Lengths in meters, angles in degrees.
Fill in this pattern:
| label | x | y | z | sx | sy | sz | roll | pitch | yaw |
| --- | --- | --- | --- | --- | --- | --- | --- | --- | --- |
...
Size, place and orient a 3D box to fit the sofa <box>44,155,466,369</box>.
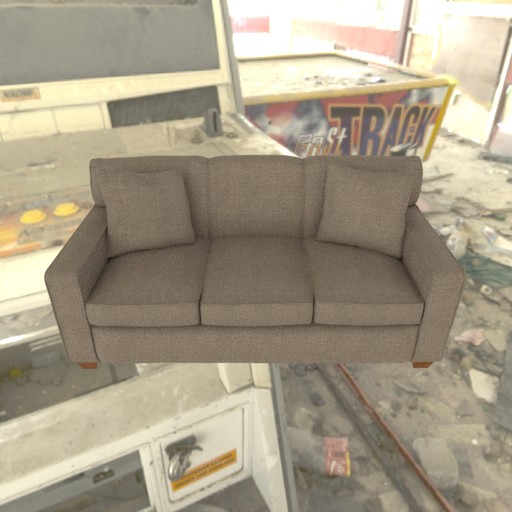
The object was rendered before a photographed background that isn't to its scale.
| label | x | y | z | sx | sy | sz | roll | pitch | yaw |
| --- | --- | --- | --- | --- | --- | --- | --- | --- | --- |
| sofa | 0.000 | 0.000 | 2.555 | 2.024 | 0.958 | 0.997 | 0 | 31 | 0 |
